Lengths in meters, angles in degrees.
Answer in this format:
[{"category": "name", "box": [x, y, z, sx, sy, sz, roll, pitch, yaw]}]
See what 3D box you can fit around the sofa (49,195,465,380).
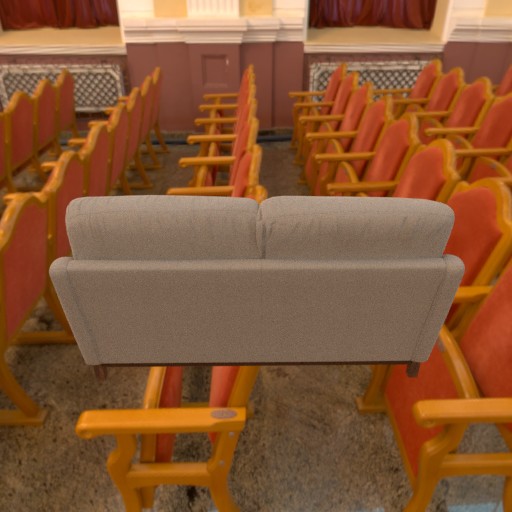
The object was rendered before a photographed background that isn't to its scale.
[{"category": "sofa", "box": [0.000, 0.000, 2.183, 1.589, 0.921, 0.987, 0, 31, -1]}]
